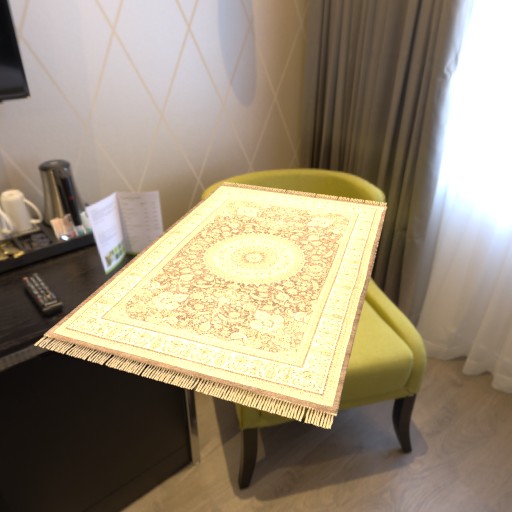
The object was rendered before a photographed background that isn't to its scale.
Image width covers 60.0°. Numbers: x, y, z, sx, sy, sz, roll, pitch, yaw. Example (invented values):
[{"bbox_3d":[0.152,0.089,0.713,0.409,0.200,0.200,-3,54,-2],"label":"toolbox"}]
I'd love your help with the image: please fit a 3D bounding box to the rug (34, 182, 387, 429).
[{"bbox_3d":[0.000,0.000,4.212,2.143,0.015,3.422,10,32,17],"label":"rug"}]
